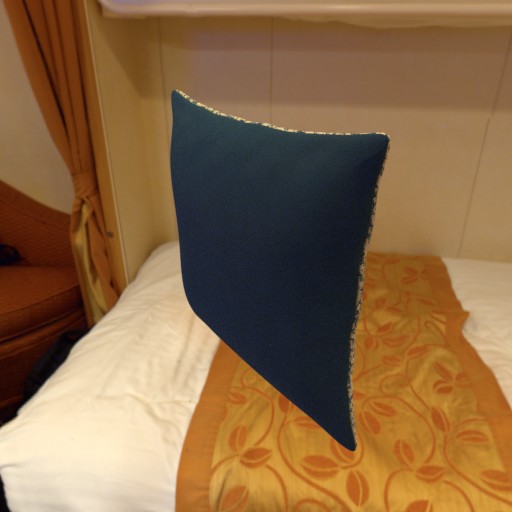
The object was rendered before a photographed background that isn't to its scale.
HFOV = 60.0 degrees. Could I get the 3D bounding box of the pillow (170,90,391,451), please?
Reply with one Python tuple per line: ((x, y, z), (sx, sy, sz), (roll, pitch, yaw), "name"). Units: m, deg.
((0.000, 0.000, 0.786), (0.166, 0.510, 0.523), (-19, 32, -32), "pillow")
